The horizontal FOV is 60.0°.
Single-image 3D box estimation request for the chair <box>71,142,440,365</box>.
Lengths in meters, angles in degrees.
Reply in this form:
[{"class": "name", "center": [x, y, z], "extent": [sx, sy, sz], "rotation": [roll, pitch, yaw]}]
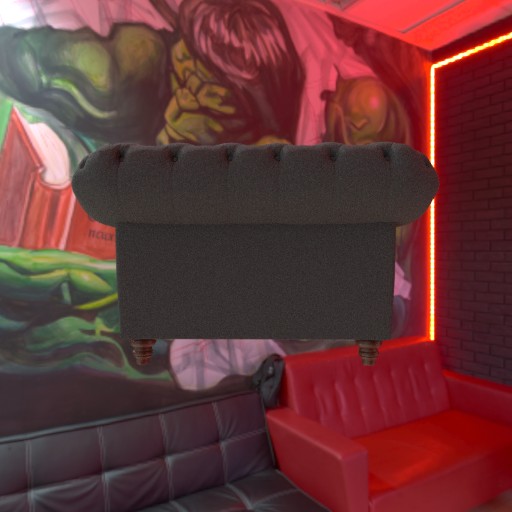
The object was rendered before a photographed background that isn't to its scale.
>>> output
[{"class": "chair", "center": [0.000, 0.000, 1.860], "extent": [1.270, 0.770, 0.976], "rotation": [0, 0, 1]}]
